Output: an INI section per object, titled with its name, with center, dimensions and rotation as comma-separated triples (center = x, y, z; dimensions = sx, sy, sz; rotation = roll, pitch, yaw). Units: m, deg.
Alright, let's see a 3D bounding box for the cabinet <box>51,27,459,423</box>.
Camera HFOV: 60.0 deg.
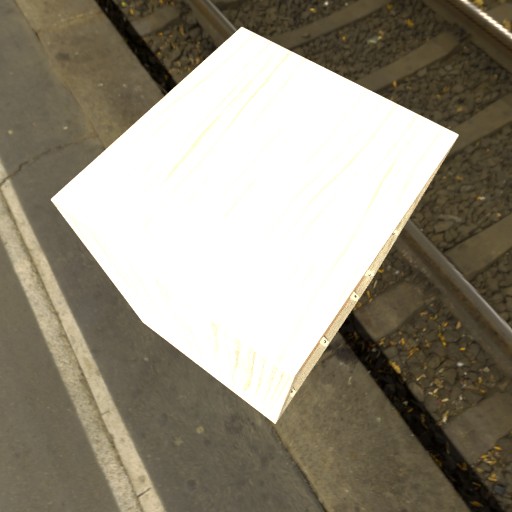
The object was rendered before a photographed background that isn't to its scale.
[cabinet]
center = 0.000, 0.000, 0.856
dimensions = 0.401, 0.579, 0.409
rotation = 33, 69, 15
